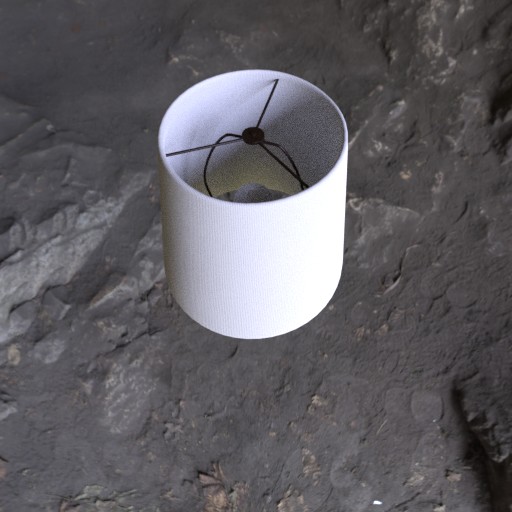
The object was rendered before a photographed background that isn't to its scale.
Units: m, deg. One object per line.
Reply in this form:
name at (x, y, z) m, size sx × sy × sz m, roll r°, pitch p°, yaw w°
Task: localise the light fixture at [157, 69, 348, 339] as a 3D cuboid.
light fixture at (0.000, 0.000, 0.440) m, size 0.168 × 0.337 × 0.188 m, roll 15°, pitch 59°, yaw 9°
